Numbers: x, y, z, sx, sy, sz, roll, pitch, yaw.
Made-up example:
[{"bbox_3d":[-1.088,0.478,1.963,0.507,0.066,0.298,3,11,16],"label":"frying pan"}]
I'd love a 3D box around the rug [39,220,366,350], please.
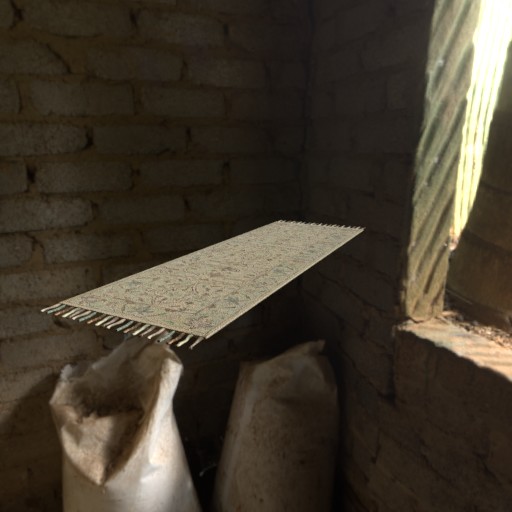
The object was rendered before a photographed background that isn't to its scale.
[{"bbox_3d":[0.000,0.000,2.712,0.769,0.013,2.440,7,16,26],"label":"rug"}]
